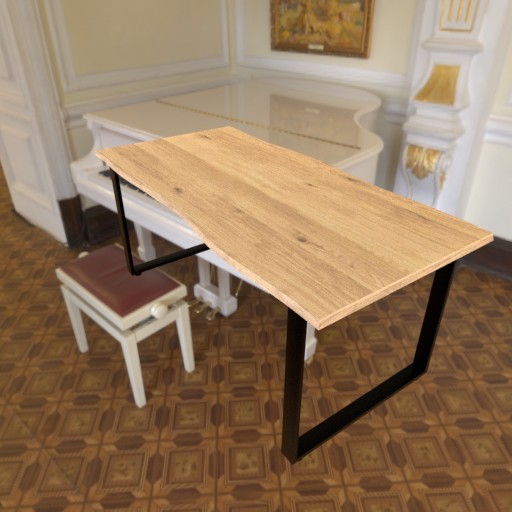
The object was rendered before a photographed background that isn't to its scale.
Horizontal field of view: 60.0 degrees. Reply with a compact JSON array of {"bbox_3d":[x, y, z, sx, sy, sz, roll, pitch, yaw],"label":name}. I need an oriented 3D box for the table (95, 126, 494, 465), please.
[{"bbox_3d":[0.000,0.000,2.228,0.900,0.780,1.800,-20,37,-30],"label":"table"}]
